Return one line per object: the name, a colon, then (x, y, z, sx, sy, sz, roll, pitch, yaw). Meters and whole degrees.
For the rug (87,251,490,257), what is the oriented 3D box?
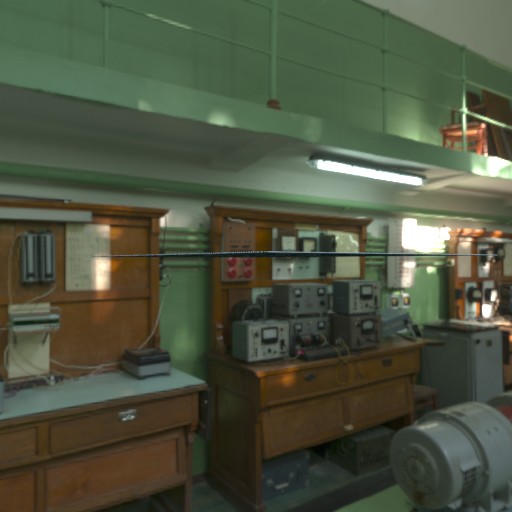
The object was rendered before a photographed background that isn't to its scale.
rug: (0.000, 0.000, 2.265, 1.206, 0.003, 1.835, 0, -1, -35)
